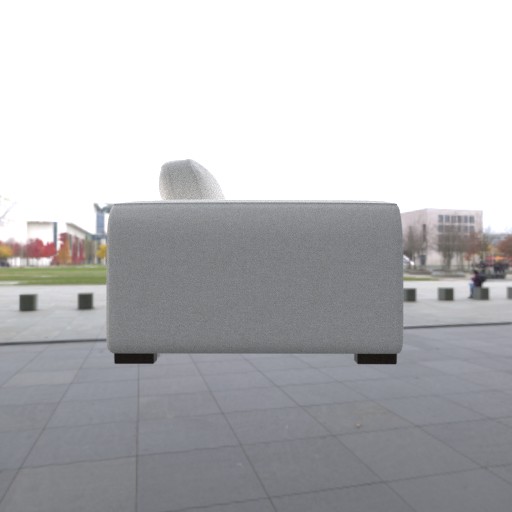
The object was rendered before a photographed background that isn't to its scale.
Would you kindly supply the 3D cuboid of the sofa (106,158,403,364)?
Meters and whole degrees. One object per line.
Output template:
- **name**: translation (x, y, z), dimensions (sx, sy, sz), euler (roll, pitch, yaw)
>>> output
- **sofa**: translation (0.000, 0.000, 2.499), dimensions (1.069, 0.801, 1.920), euler (0, -1, 0)
